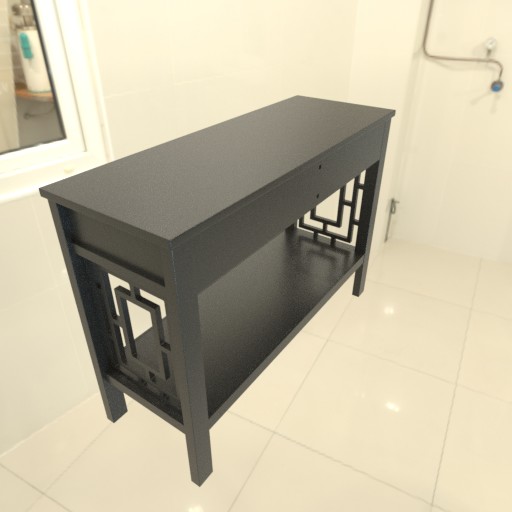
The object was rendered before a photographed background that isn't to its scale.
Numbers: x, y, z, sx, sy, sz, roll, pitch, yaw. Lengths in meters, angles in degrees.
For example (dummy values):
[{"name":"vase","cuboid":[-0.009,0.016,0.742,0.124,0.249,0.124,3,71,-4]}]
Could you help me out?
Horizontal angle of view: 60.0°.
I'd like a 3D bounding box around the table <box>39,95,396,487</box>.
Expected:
[{"name":"table","cuboid":[0.000,0.000,1.415,0.397,0.753,1.068,21,38,29]}]
